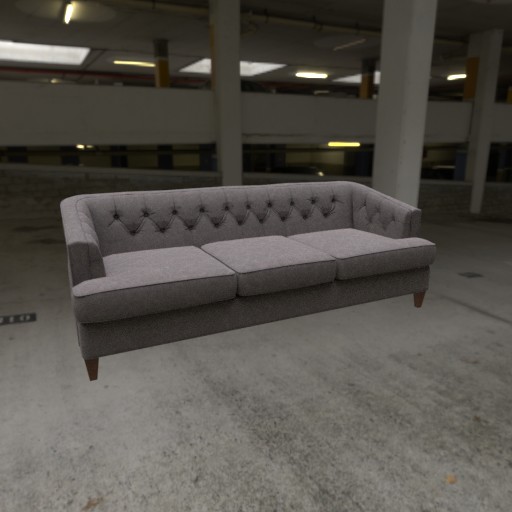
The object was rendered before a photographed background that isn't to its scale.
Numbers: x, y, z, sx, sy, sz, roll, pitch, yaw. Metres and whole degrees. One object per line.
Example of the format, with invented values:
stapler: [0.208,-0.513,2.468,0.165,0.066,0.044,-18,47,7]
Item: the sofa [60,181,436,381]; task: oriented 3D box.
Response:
sofa: [0.000,0.000,2.830,2.247,0.806,0.917,-7,17,-25]
